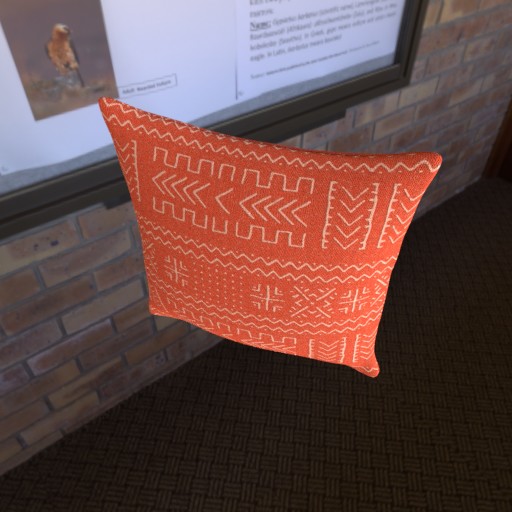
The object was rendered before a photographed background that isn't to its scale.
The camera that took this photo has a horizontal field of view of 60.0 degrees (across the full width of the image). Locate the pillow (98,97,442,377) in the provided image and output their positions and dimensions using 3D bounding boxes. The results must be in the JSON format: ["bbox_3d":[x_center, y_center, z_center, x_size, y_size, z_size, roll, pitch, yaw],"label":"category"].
[{"bbox_3d":[0.000,0.000,0.666,0.438,0.429,0.164,13,44,14],"label":"pillow"}]
